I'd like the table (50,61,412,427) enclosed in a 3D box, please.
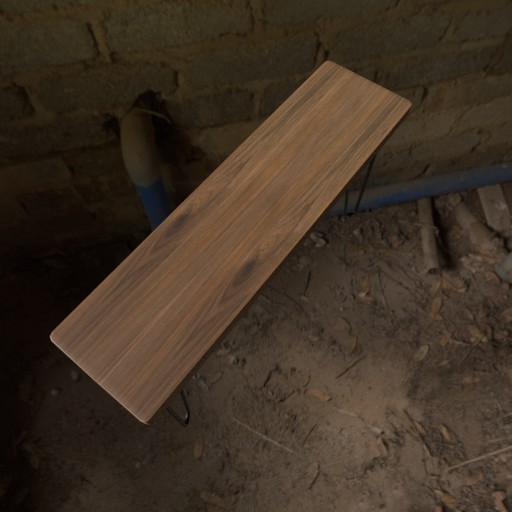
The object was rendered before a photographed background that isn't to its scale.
[{"bbox_3d":[0.000,0.000,1.963,0.425,0.834,1.570,35,68,16],"label":"table"}]
